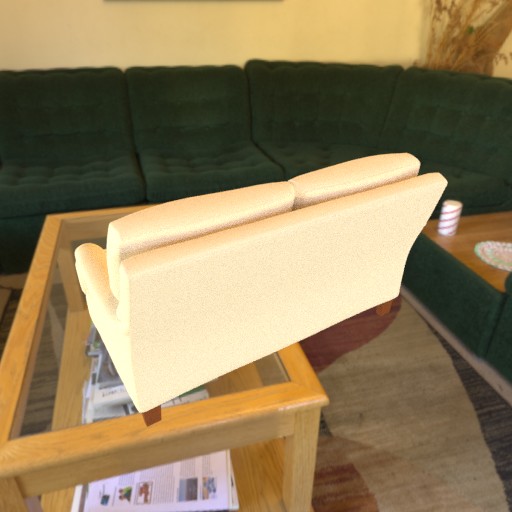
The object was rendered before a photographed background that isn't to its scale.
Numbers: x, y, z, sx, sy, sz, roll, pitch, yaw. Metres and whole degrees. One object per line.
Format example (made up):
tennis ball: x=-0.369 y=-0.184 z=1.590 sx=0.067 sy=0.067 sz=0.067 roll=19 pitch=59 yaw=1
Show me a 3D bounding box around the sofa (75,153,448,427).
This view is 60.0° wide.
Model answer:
sofa: x=0.000 y=0.000 z=2.561 sx=1.853 sy=1.101 sz=1.084 roll=-18 pitch=34 yaw=-28
